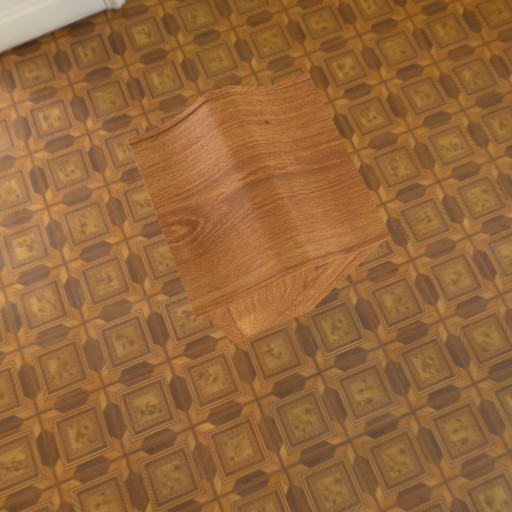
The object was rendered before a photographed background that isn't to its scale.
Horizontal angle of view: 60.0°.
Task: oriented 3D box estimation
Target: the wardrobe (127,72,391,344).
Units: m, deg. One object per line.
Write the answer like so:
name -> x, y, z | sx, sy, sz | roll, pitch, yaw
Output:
wardrobe -> 0.000, 0.000, 2.109 | 0.590, 1.870, 0.570 | -22, 77, -5
